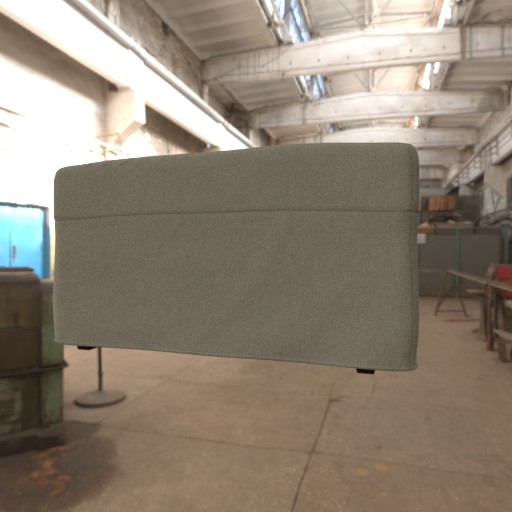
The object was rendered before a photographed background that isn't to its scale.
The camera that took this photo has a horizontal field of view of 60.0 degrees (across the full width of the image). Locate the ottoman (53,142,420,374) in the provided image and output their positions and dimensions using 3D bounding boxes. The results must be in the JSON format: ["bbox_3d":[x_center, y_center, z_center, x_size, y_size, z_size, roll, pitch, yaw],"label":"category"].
[{"bbox_3d":[0.000,0.000,1.233,0.833,0.461,0.648,0,1,18],"label":"ottoman"}]
